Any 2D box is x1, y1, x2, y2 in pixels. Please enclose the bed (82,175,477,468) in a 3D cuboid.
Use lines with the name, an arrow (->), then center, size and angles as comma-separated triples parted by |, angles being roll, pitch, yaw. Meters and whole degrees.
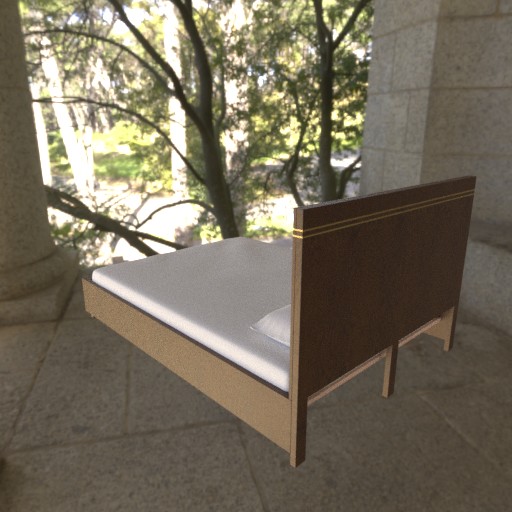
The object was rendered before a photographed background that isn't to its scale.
bed -> 0.000, 0.000, 3.118 | 1.613, 1.169, 2.221 | -15, 22, -41
